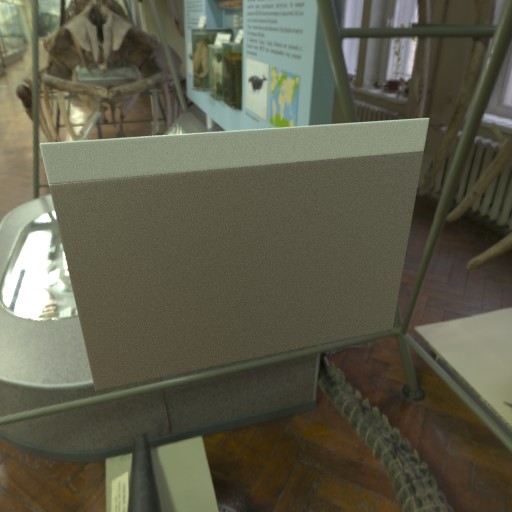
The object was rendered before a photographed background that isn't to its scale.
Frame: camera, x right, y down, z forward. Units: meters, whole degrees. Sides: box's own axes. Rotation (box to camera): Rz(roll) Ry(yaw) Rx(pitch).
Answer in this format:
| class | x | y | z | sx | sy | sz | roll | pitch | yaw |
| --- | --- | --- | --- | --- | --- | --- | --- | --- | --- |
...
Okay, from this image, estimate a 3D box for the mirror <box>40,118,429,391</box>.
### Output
| class | x | y | z | sx | sy | sz | roll | pitch | yaw |
| --- | --- | --- | --- | --- | --- | --- | --- | --- | --- |
| mirror | 0.000 | 0.000 | 1.115 | 0.870 | 0.630 | 0.030 | -8 | 29 | -15 |
